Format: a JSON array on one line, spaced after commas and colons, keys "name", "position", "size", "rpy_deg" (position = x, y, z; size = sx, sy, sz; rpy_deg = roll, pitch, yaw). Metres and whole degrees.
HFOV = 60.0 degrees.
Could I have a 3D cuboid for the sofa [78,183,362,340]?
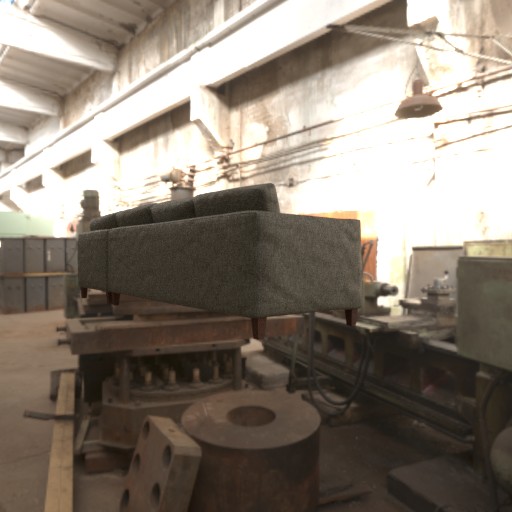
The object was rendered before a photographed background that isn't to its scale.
[{"name": "sofa", "position": [0.000, 0.000, 4.499], "size": [2.593, 0.947, 3.302], "rpy_deg": [0, 0, -38]}]
